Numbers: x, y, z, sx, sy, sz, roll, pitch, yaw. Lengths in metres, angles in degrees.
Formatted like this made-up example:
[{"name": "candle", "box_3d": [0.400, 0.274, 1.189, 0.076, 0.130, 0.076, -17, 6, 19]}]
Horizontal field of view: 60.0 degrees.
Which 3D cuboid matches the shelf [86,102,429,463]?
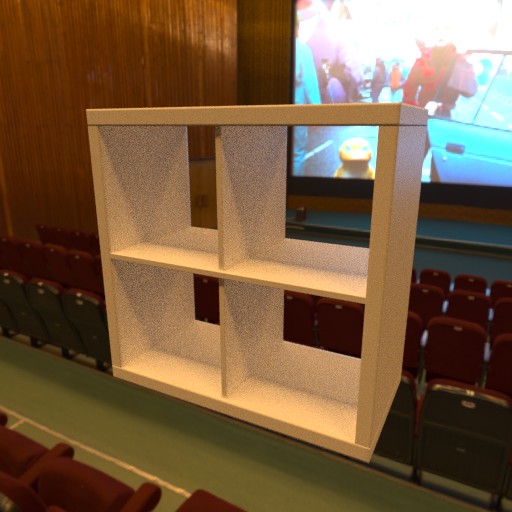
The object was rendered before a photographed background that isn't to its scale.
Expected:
[{"name": "shelf", "box_3d": [0.000, 0.000, 1.250, 0.790, 0.786, 0.390, 8, 18, 26]}]
